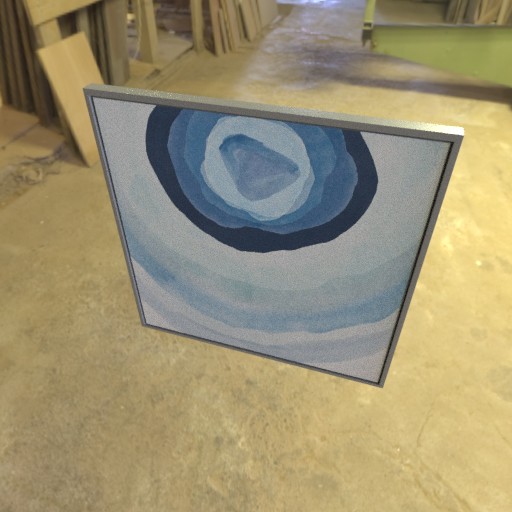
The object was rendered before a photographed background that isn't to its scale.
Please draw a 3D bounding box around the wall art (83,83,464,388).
[{"bbox_3d":[0.000,0.000,1.175,0.809,0.807,0.038,12,41,13],"label":"wall art"}]
